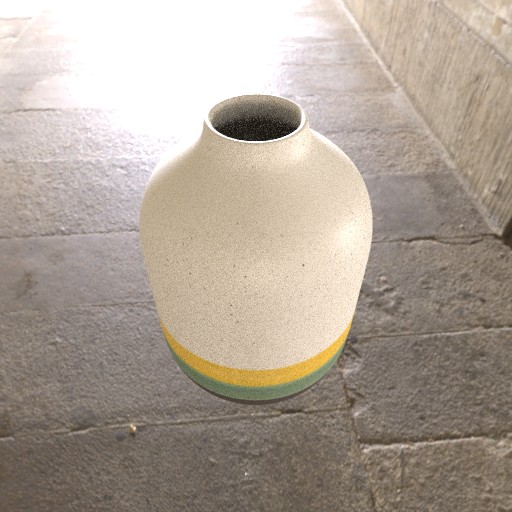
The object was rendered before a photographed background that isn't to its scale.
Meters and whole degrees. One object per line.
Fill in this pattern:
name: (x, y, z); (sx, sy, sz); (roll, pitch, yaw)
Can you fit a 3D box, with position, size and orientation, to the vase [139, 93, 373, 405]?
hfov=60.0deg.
vase: (0.000, 0.000, 0.353); (0.169, 0.240, 0.169); (0, 45, 0)
